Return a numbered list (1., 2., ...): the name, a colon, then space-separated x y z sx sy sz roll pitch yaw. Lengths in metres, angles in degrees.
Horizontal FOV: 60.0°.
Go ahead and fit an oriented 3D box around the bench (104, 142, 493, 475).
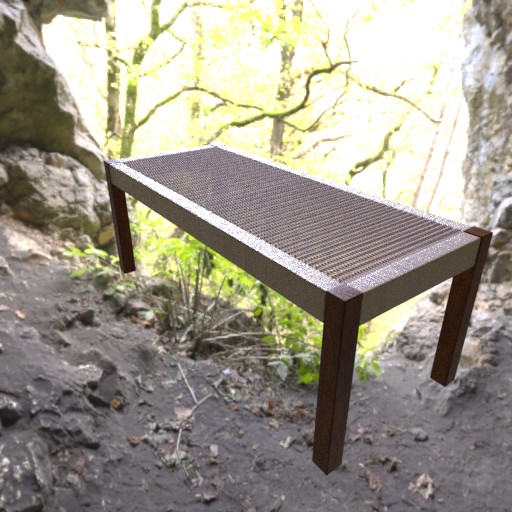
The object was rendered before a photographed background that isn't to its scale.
1. bench: 0.000 0.000 1.444 0.507 0.457 1.198 -19 32 -32
